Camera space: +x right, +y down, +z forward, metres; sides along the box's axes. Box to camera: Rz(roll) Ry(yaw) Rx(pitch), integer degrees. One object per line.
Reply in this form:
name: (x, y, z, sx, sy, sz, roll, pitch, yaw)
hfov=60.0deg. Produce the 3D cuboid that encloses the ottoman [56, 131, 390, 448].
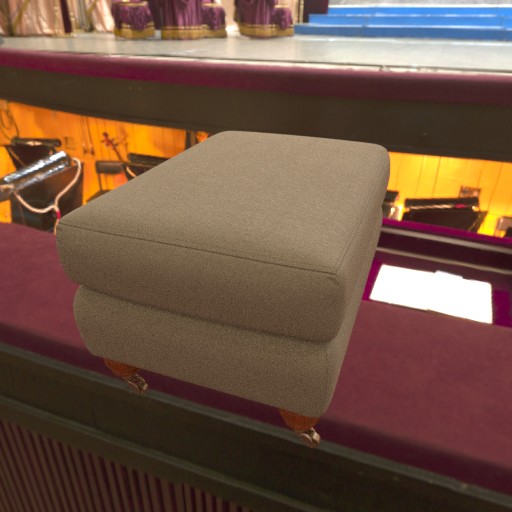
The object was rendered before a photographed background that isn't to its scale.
ottoman: (0.000, 0.000, 1.146, 0.569, 0.499, 0.773, 10, 31, 18)
